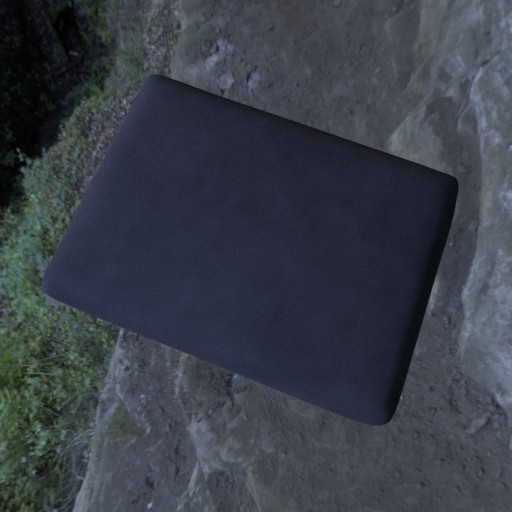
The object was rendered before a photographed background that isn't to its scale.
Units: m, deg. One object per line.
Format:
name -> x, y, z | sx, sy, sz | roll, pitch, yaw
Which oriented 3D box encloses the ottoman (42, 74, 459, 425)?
ottoman -> 0.000, 0.000, 1.123 | 0.773, 0.497, 0.574 | 21, 77, 5
